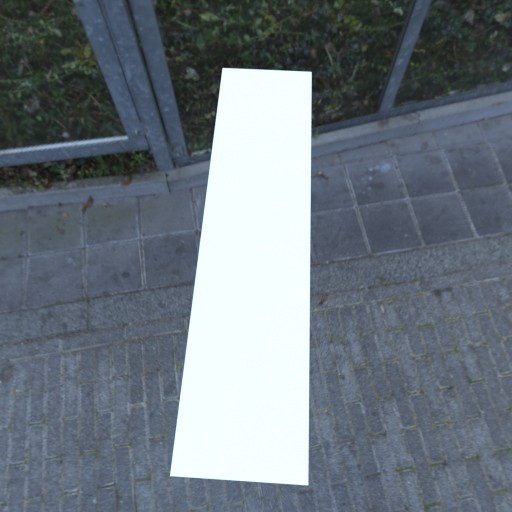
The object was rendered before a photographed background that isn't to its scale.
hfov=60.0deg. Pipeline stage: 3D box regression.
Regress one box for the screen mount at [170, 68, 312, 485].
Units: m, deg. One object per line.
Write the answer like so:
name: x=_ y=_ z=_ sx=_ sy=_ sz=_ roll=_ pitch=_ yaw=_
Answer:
screen mount: x=0.000 y=0.000 z=1.825 sx=0.399 sy=0.432 sz=1.644 roll=3 pitch=64 yaw=1
